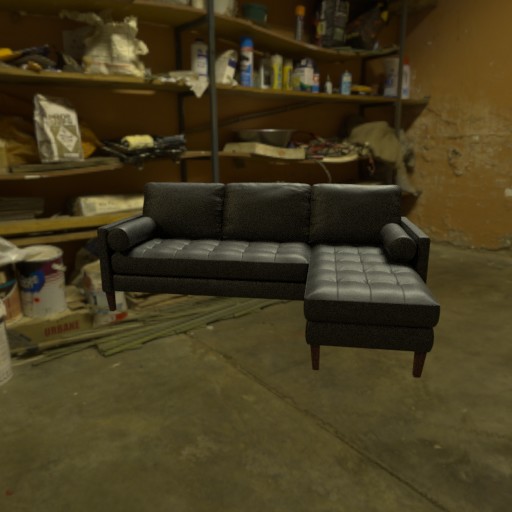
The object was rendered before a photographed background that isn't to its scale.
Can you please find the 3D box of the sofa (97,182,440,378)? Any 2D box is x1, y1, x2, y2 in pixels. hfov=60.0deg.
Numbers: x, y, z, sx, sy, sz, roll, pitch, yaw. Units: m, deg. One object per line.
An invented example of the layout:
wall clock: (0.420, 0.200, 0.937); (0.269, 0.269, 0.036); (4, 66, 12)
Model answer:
sofa: (0.000, 0.000, 2.950); (2.178, 0.876, 1.497); (2, 14, 9)
